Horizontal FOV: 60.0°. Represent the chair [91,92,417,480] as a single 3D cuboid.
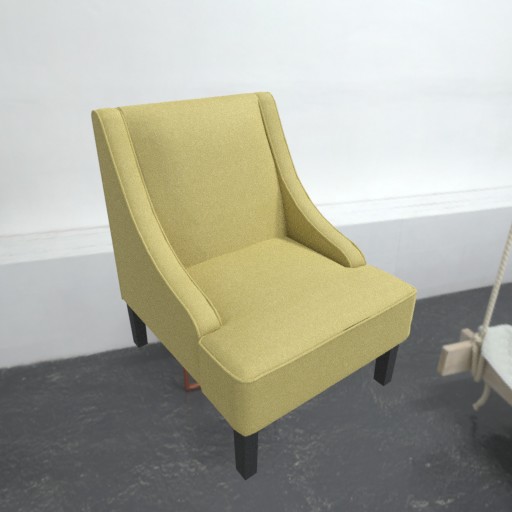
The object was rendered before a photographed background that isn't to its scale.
[{"bbox_3d":[0.000,0.000,1.457,0.696,0.896,0.814,-19,33,-32],"label":"chair"}]
